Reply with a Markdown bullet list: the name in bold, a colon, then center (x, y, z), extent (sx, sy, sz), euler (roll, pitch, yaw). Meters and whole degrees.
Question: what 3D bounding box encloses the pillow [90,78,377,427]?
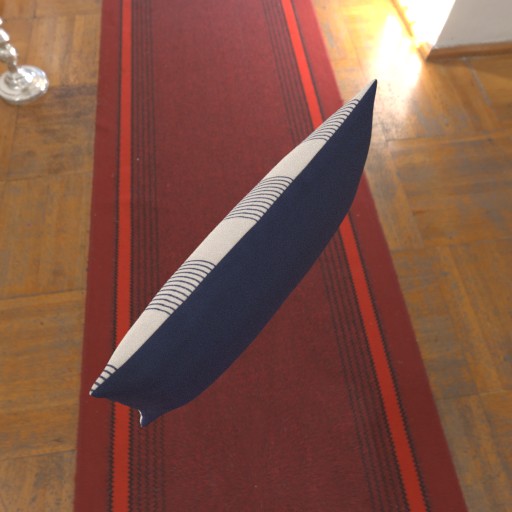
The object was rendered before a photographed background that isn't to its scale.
- **pillow**: center (0.000, 0.000, 0.711), extent (0.151, 0.287, 0.610), euler (34, 68, 16)
